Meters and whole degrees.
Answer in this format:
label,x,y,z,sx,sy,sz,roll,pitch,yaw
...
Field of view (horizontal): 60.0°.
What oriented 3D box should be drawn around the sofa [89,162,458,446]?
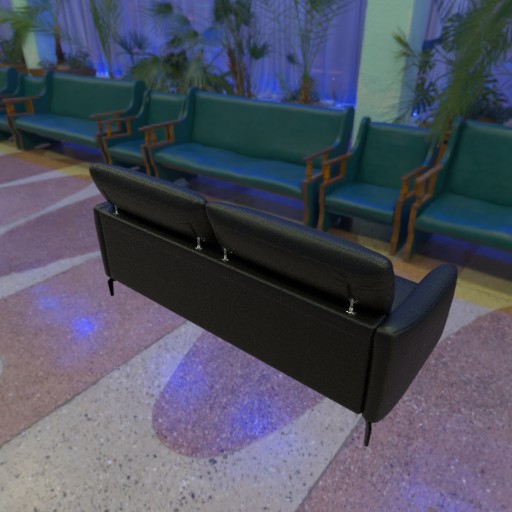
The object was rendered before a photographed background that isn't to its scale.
label,x,y,z,sx,sy,sz,roll,pitch,yaw
sofa,0.000,0.000,2.568,2.069,0.957,0.856,22,36,33
